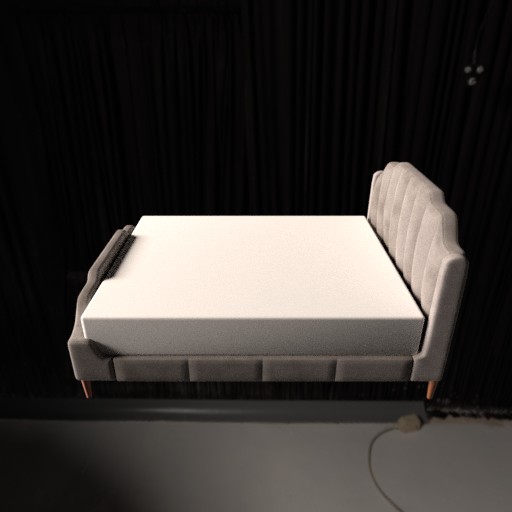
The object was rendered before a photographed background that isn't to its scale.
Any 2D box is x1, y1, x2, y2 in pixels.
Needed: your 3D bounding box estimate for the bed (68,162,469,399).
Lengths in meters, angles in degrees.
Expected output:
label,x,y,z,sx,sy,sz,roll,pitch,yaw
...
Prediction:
label,x,y,z,sx,sy,sz,roll,pitch,yaw
bed,0.000,0.000,3.321,2.340,1.245,1.676,0,27,0
